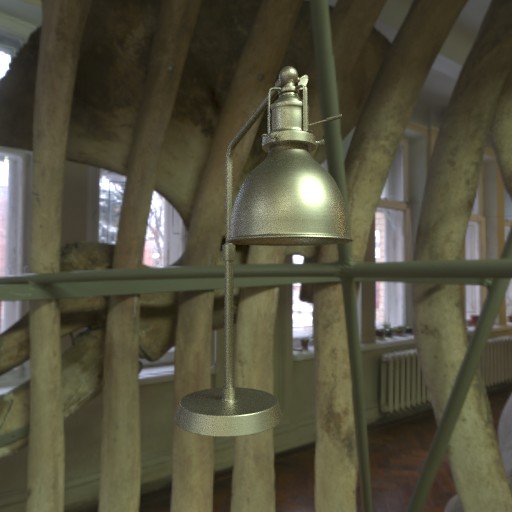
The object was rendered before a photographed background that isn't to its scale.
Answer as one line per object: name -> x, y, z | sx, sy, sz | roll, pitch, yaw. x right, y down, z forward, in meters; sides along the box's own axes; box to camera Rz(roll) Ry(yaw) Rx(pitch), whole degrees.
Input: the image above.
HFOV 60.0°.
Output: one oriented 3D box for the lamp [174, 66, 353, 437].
lamp -> 0.000, 0.000, 0.586 | 0.153, 0.456, 0.286 | 1, -2, -36
